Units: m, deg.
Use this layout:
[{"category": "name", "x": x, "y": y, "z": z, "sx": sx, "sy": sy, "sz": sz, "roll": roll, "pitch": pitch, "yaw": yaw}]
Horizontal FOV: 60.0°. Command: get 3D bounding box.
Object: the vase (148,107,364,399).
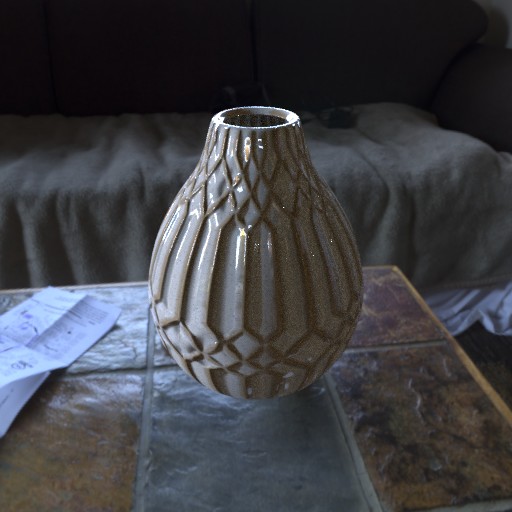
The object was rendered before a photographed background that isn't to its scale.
[{"category": "vase", "x": 0.000, "y": 0.000, "z": 0.323, "sx": 0.159, "sy": 0.200, "sz": 0.159, "roll": 0, "pitch": 32, "yaw": 0}]
